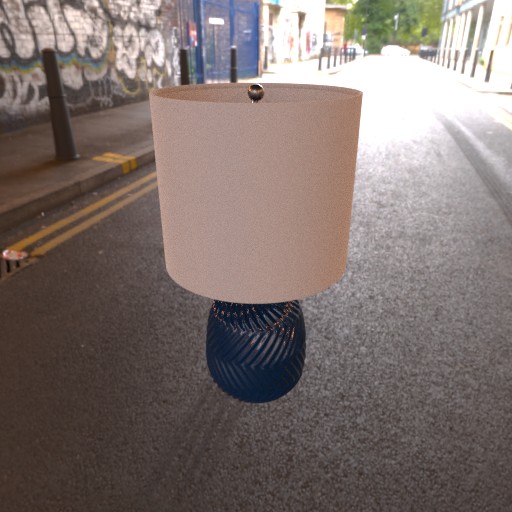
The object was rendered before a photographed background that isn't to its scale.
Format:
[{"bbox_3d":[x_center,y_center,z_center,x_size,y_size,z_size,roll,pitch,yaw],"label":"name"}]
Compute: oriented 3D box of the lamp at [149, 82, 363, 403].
[{"bbox_3d":[0.000,0.000,0.507,0.203,0.368,0.203,-17,30,-31],"label":"lamp"}]
